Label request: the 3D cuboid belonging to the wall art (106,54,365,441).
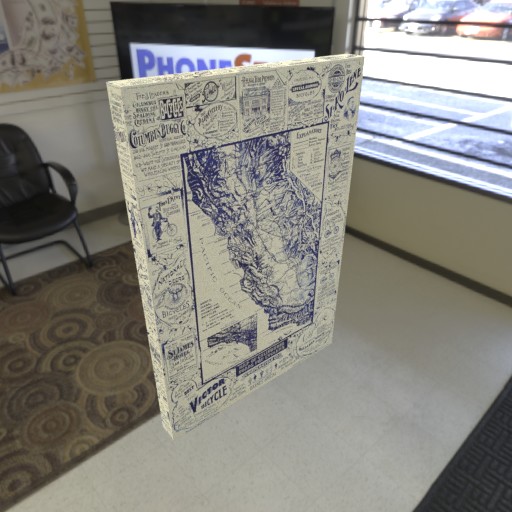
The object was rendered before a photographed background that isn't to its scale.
[{"bbox_3d":[0.000,0.000,0.758,0.408,0.601,0.040,-22,38,-32],"label":"wall art"}]
